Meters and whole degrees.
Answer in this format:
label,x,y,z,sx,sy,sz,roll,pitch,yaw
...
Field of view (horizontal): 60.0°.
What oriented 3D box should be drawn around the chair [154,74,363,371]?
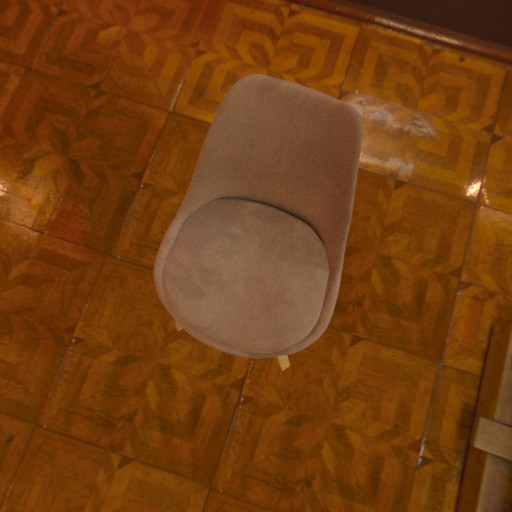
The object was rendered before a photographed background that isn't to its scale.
label,x,y,z,sx,sy,sz,roll,pitch,yaw
chair,0.000,0.000,1.237,0.485,0.850,0.550,20,77,5
